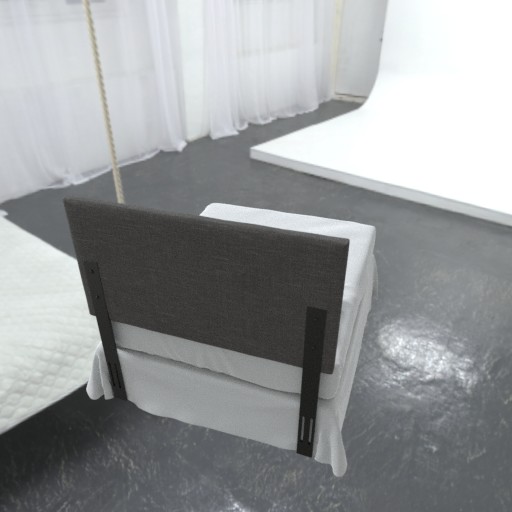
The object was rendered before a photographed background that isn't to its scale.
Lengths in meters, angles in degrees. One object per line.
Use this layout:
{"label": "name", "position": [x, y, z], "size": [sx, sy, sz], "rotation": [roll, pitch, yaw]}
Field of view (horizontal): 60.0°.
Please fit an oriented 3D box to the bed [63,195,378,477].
{"label": "bed", "position": [0.000, 0.000, 3.498], "size": [1.936, 1.577, 2.222], "rotation": [10, 32, 17]}
